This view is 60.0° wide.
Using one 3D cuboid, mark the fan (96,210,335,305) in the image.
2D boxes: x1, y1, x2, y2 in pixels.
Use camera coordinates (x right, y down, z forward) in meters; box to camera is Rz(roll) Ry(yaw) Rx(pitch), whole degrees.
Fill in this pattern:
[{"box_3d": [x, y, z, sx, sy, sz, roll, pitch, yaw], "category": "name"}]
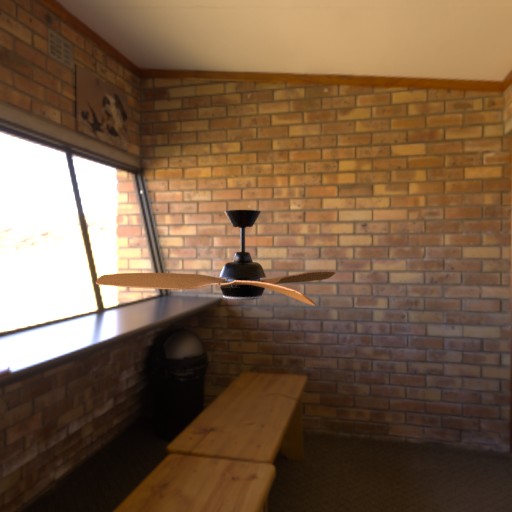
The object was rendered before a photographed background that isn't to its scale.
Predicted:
[{"box_3d": [0.000, 0.000, 1.643, 1.142, 0.355, 1.010, 0, 1, -18], "category": "fan"}]
